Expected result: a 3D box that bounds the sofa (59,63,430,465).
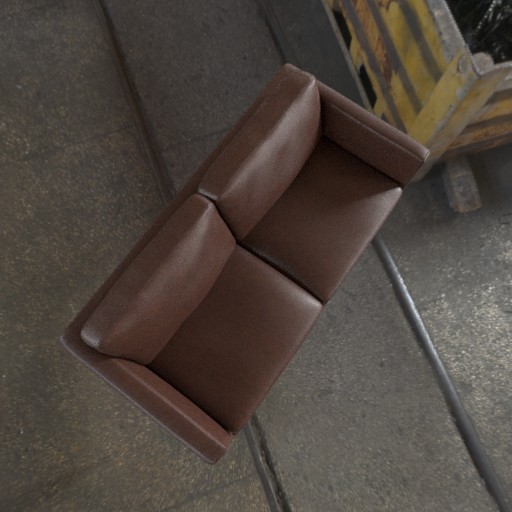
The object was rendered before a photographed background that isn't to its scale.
[{"bbox_3d":[0.000,0.000,2.440,0.951,0.933,1.883,35,78,9],"label":"sofa"}]
